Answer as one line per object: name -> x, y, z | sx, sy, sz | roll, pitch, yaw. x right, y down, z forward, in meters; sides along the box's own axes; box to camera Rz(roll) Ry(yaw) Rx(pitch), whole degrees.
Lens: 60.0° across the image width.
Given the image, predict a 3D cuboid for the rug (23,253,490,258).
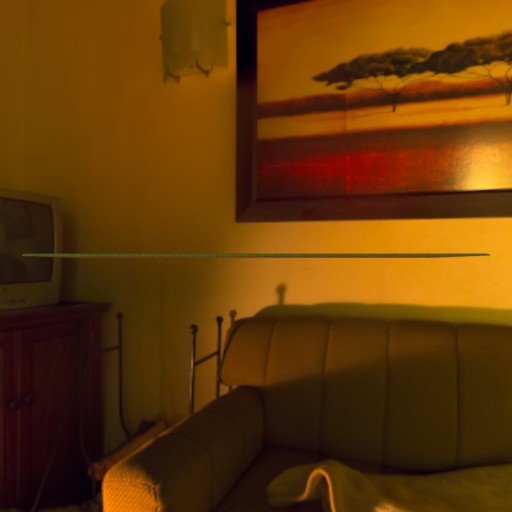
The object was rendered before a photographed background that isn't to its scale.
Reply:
rug -> 0.000, 0.000, 2.409 | 2.196, 0.011, 0.662 | 0, -1, 1
